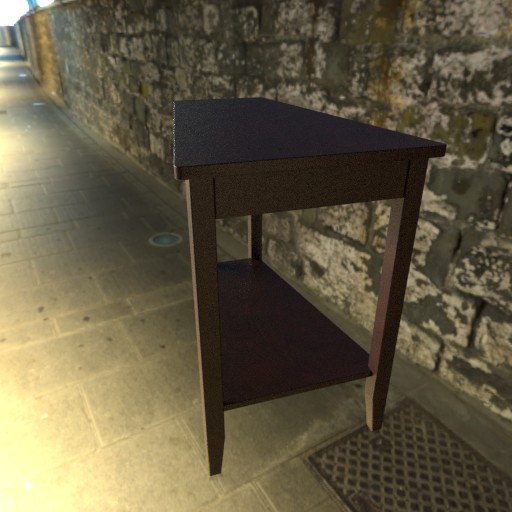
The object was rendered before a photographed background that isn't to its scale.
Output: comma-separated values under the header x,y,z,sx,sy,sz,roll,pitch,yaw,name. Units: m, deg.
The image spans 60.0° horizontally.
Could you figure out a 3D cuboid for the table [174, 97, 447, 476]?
x,y,z,sx,sy,sz,roll,pitch,yaw,name
0.000,0.000,0.980,0.399,0.589,0.605,-8,28,-16,table
